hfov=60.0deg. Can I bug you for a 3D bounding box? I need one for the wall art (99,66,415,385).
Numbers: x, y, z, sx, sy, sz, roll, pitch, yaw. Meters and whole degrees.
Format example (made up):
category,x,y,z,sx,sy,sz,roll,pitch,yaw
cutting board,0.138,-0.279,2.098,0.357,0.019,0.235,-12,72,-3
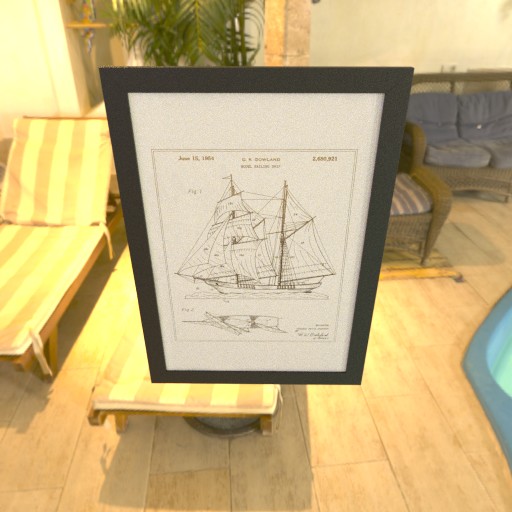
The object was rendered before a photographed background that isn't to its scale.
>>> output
category,x,y,z,sx,sy,sz,roll,pitch,yaw
wall art,0.000,0.000,0.674,0.381,0.534,0.013,0,31,1
